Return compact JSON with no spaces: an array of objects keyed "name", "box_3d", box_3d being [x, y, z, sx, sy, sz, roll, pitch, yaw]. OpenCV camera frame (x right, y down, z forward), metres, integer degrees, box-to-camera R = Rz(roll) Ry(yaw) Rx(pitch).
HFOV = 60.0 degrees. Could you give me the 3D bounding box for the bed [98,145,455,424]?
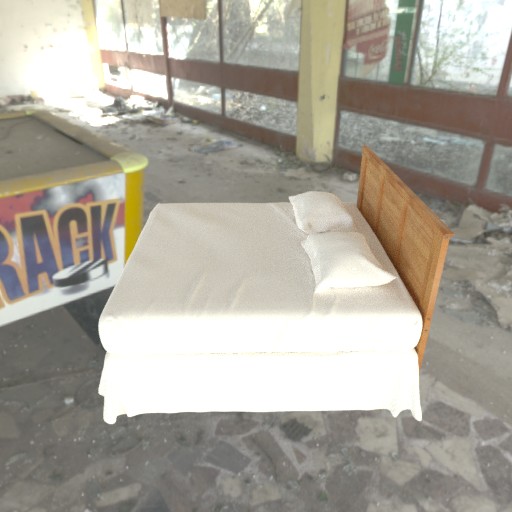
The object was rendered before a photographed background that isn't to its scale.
[{"name":"bed","box_3d":[0.000,0.000,3.575,2.215,1.270,2.317,-1,28,-1]}]
